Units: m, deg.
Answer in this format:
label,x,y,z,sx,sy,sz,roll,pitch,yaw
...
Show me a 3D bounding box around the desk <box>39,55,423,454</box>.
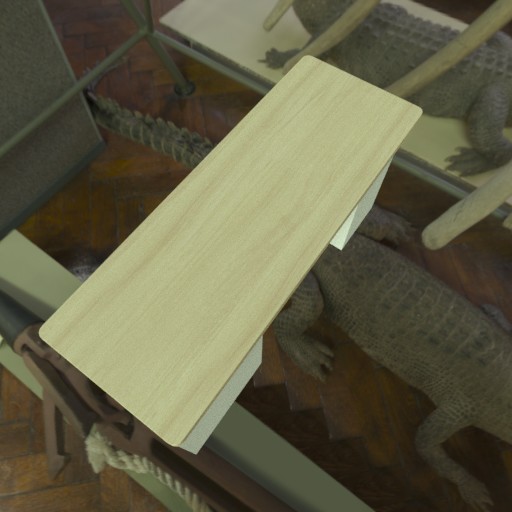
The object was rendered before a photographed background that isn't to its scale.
label,x,y,z,sx,sy,sz,roll,pitch,yaw
desk,0.000,0.000,1.863,0.550,0.755,1.500,33,68,15
